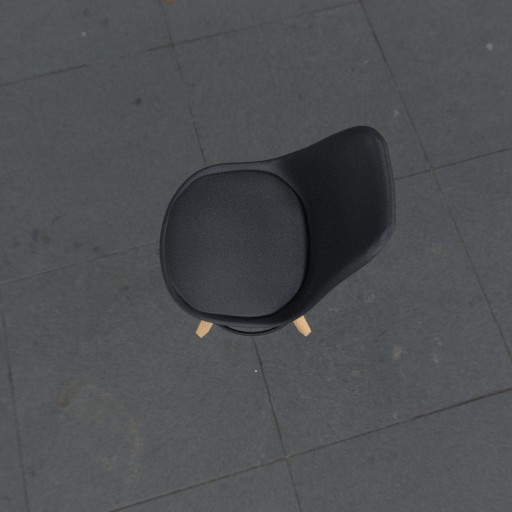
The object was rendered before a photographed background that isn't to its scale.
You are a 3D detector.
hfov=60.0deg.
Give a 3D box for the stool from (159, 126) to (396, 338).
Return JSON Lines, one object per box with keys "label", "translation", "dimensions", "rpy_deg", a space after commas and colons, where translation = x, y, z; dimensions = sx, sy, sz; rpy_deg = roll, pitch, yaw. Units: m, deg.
{"label": "stool", "translation": [0.000, 0.000, 1.405], "dimensions": [0.550, 1.115, 0.485], "rpy_deg": [-1, 75, 0]}
